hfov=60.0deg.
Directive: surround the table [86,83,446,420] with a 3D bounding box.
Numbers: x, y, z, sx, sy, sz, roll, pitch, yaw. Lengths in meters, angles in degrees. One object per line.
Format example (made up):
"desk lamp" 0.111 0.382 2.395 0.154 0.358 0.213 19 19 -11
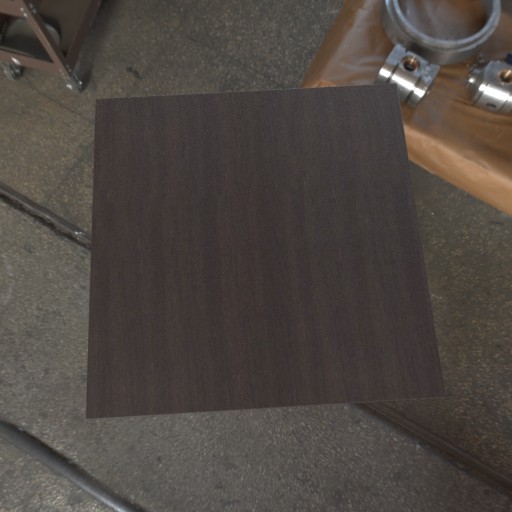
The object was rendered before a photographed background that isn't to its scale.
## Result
"table" 0.000 0.000 1.218 0.762 0.396 0.762 -3 76 -1
